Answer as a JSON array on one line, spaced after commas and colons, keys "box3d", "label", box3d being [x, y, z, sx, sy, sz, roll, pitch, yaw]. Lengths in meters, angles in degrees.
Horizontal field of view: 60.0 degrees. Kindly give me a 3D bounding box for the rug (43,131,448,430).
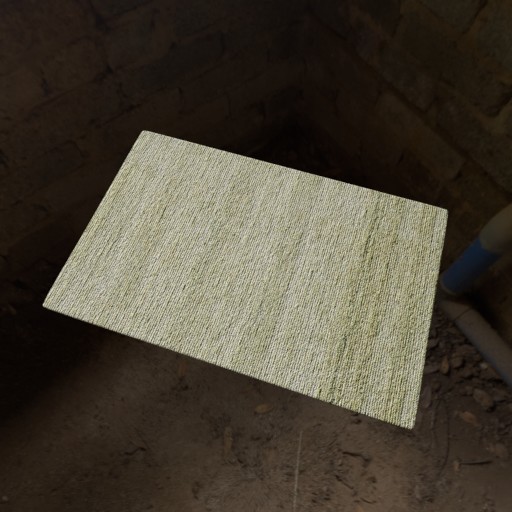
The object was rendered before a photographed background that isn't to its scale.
[{"box3d": [0.000, 0.000, 2.208, 1.758, 0.010, 1.143, 16, 65, 8], "label": "rug"}]
